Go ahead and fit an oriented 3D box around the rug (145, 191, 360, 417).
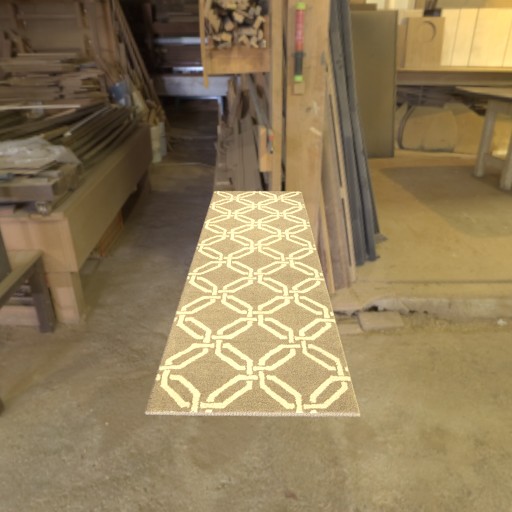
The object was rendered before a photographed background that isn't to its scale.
[{"bbox_3d":[0.000,0.000,2.411,0.678,0.014,2.276,0,26,1],"label":"rug"}]
